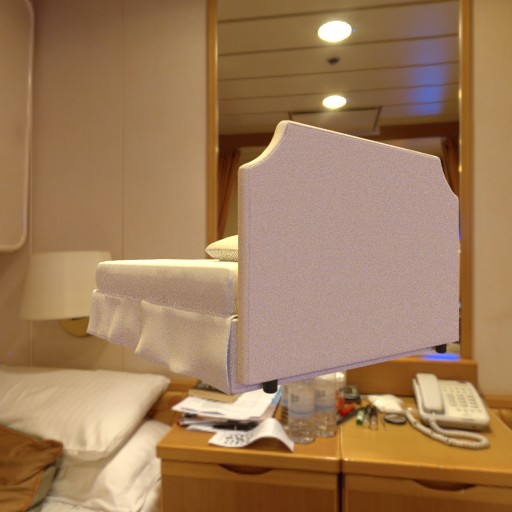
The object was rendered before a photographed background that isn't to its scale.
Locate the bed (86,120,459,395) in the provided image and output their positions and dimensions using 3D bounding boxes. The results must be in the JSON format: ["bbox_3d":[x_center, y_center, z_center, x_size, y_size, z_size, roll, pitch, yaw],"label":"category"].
[{"bbox_3d":[0.000,0.000,4.169,2.350,1.590,2.773,0,0,-37],"label":"bed"}]
